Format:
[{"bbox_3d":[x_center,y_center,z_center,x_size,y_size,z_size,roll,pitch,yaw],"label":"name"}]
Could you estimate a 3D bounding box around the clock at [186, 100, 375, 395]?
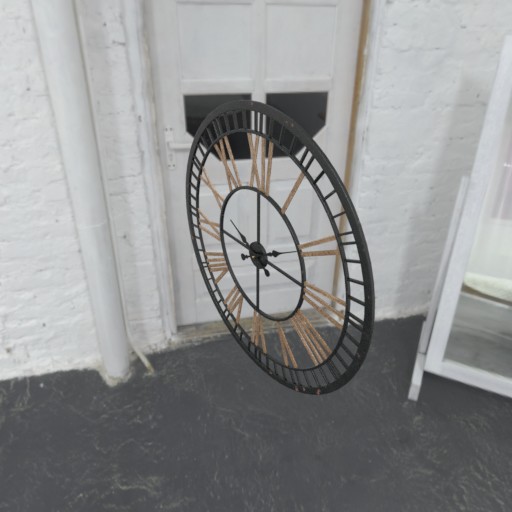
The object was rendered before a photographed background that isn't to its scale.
[{"bbox_3d":[0.000,0.000,1.265,0.025,0.843,0.843,-20,36,-31],"label":"clock"}]
